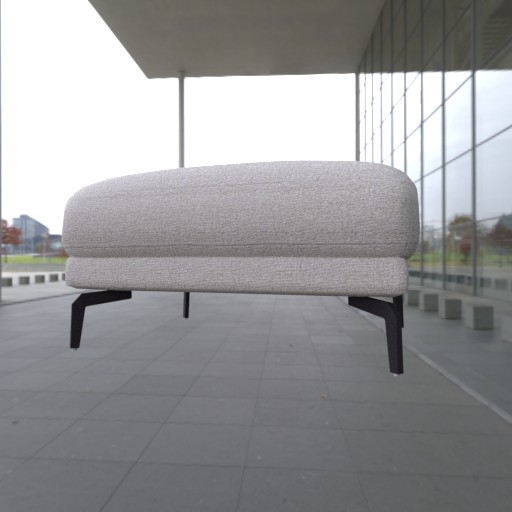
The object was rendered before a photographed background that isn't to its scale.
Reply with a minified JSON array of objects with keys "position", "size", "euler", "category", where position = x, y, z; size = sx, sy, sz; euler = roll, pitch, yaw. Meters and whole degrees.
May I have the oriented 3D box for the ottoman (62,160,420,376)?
[{"position":[0.000,0.000,1.120],"size":[0.772,0.420,0.568],"euler":[0,0,19],"category":"ottoman"}]
